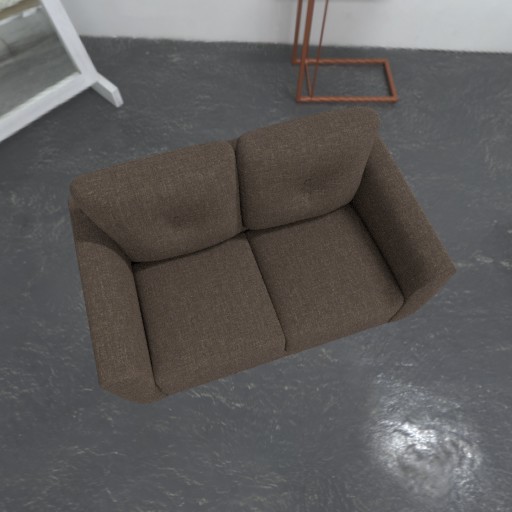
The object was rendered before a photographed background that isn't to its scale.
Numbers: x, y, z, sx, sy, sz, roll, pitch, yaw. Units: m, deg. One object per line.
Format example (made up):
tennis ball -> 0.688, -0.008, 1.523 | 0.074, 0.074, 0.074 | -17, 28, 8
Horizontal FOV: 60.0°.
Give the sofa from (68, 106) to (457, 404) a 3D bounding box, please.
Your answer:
sofa -> 0.000, 0.000, 1.975 | 1.423, 0.885, 0.851 | -17, 65, -8
